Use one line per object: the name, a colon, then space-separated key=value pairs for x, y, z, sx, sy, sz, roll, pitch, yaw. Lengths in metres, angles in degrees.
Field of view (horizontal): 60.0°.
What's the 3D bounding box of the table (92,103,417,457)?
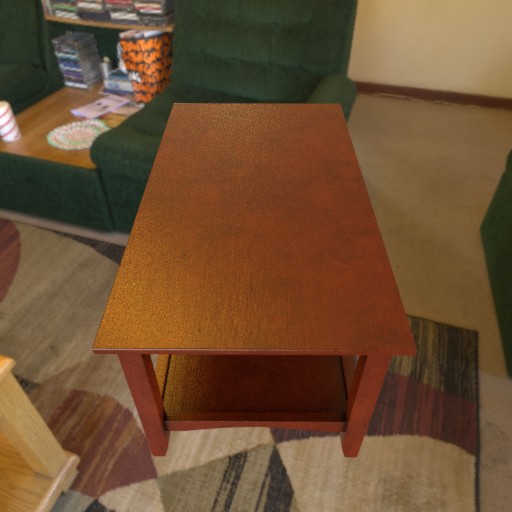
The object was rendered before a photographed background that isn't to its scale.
table: x=0.000 y=0.000 z=1.222 sx=0.533 sy=0.456 sz=0.943 roll=0 pitch=43 yaw=0
